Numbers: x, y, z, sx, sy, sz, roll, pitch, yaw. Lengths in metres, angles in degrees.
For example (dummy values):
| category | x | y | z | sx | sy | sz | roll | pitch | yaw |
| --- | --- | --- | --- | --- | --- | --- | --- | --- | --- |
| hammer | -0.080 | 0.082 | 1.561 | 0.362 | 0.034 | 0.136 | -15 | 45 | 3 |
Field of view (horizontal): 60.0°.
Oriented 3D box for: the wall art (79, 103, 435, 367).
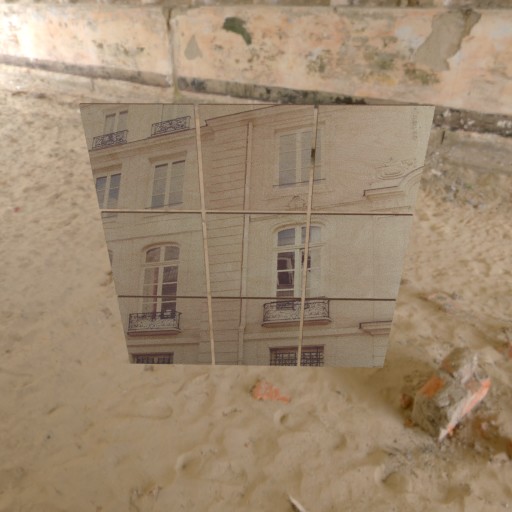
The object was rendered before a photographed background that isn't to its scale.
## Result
| category | x | y | z | sx | sy | sz | roll | pitch | yaw |
| --- | --- | --- | --- | --- | --- | --- | --- | --- | --- |
| wall art | 0.000 | 0.000 | 1.839 | 1.221 | 1.218 | 0.024 | 1 | 31 | 1 |
